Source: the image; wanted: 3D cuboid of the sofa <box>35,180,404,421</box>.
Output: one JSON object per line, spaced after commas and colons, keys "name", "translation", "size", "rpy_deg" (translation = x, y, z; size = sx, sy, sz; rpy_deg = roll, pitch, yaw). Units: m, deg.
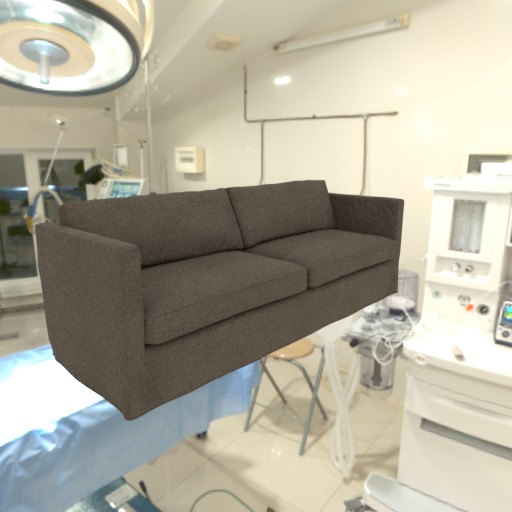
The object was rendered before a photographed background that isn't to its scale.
{"name": "sofa", "translation": [0.000, 0.000, 3.314], "size": [1.036, 0.998, 2.779], "rpy_deg": [13, 19, 42]}
